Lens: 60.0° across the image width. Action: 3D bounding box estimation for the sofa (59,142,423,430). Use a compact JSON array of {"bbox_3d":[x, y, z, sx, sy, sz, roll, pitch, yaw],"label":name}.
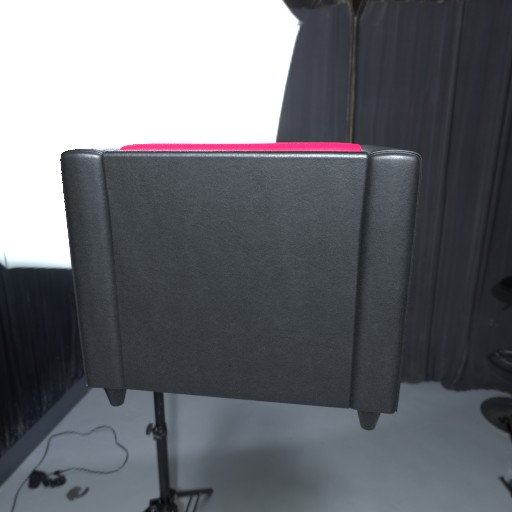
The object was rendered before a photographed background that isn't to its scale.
[{"bbox_3d":[0.000,0.000,1.453,0.839,0.724,0.809,2,15,8],"label":"sofa"}]
